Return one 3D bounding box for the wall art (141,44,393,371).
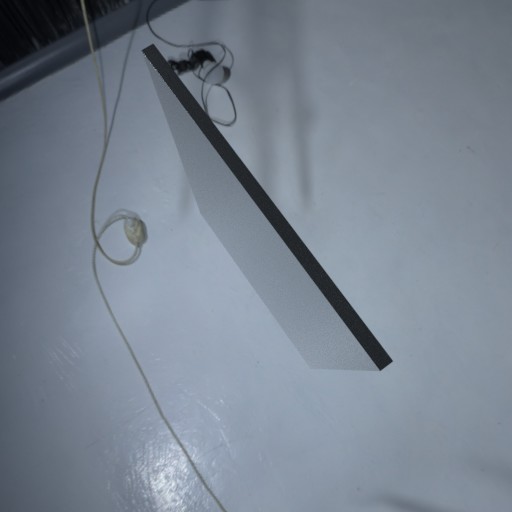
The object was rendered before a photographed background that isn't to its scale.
[{"bbox_3d":[0.000,0.000,1.382,0.030,1.046,0.816,-34,78,-8],"label":"wall art"}]
